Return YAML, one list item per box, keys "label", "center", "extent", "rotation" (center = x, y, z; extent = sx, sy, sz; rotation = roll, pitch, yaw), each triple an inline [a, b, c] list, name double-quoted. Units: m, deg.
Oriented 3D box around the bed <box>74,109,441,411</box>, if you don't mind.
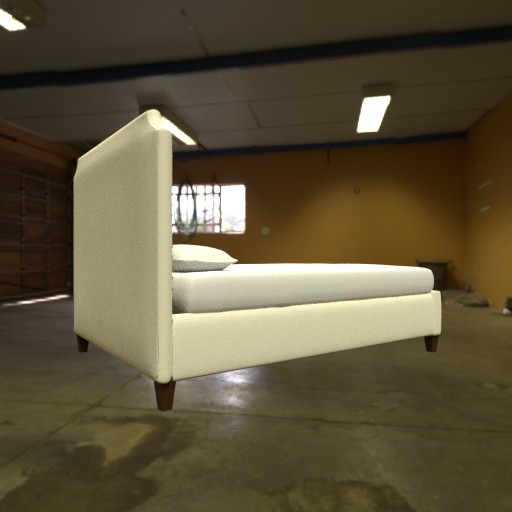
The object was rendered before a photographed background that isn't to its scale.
- label: "bed"
  center: [0.000, 0.000, 3.458]
  extent: [2.372, 1.497, 1.712]
  rotation: [0, 0, -35]
